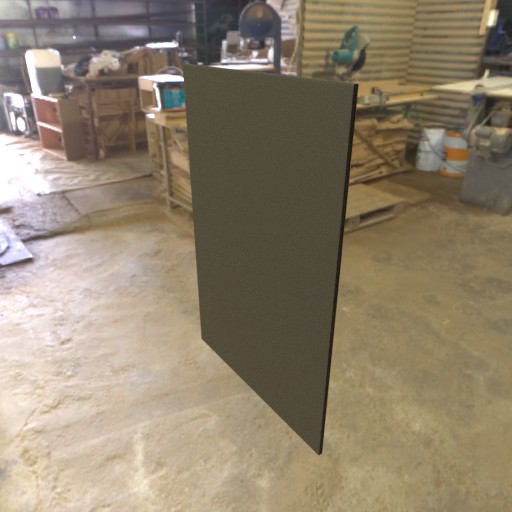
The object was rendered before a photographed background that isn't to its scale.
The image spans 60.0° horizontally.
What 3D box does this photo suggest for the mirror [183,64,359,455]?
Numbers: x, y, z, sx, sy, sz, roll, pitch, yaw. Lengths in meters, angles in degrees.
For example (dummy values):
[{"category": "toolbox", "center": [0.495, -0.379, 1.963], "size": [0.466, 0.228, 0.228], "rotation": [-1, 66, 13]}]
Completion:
[{"category": "mirror", "center": [0.000, 0.000, 1.184], "size": [0.039, 0.914, 0.613], "rotation": [-18, 32, -32]}]
